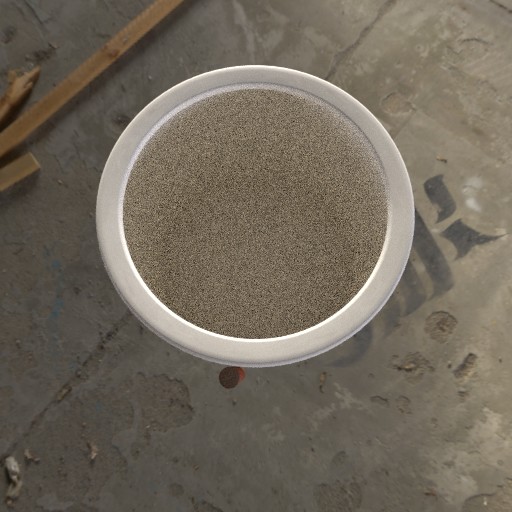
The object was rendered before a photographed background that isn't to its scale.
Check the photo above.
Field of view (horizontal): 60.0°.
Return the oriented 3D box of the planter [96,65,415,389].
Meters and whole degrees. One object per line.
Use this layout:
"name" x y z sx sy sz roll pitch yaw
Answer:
"planter" 0.000 0.000 0.861 0.421 0.581 0.420 -31 78 -7
